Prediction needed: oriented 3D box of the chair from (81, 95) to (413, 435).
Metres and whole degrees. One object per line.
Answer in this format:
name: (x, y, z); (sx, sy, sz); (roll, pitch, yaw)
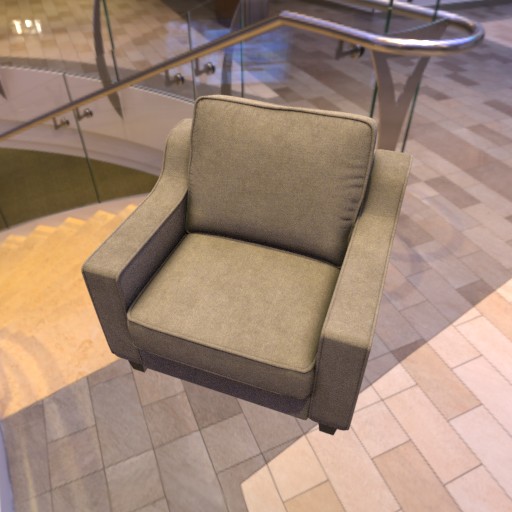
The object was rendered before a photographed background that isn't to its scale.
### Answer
chair: (0.000, 0.000, 1.638); (0.926, 0.944, 0.840); (13, 43, 15)
